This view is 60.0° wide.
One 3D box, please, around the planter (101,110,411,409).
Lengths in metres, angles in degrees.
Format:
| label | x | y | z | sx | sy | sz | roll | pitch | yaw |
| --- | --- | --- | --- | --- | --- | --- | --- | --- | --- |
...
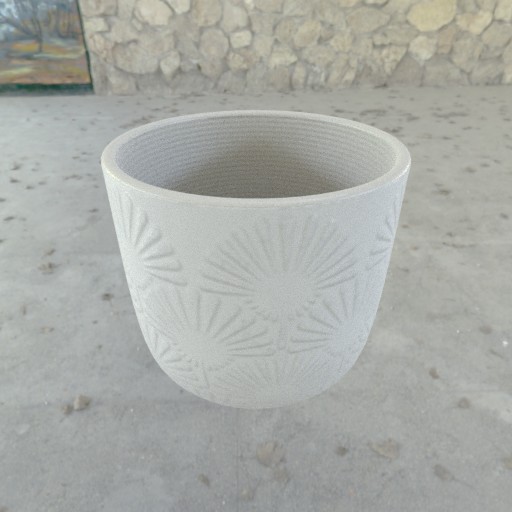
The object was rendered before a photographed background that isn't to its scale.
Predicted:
| label | x | y | z | sx | sy | sz | roll | pitch | yaw |
| --- | --- | --- | --- | --- | --- | --- | --- | --- | --- |
| planter | 0.000 | 0.000 | 0.212 | 0.124 | 0.109 | 0.124 | 0 | 31 | 0 |
